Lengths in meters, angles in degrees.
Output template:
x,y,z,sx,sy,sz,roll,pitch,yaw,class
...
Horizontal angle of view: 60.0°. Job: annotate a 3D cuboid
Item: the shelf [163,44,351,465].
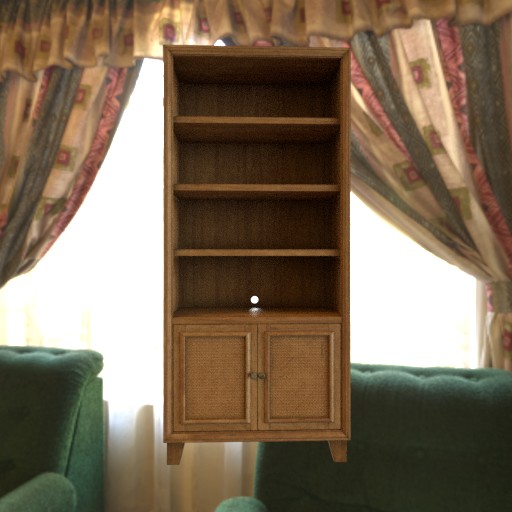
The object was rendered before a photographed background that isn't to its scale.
x,y,z,sx,sy,sz,roll,pitch,yaw,class
0.000,0.000,2.250,0.864,1.930,0.453,0,0,-2,shelf
